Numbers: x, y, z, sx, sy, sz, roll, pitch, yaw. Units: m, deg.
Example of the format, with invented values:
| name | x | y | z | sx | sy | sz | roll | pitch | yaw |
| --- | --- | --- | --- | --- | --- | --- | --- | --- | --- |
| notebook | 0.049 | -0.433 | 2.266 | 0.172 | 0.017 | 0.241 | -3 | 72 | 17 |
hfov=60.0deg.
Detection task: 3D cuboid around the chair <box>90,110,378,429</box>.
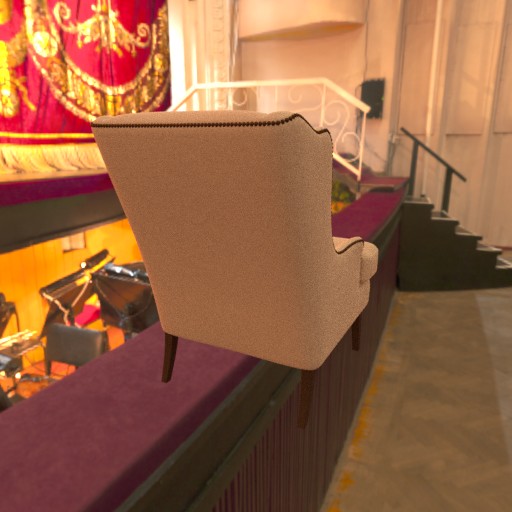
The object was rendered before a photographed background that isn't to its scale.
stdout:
| name | x | y | z | sx | sy | sz | roll | pitch | yaw |
| --- | --- | --- | --- | --- | --- | --- | --- | --- | --- |
| chair | 0.000 | 0.000 | 1.706 | 0.737 | 1.029 | 0.940 | 8 | 17 | 28 |
